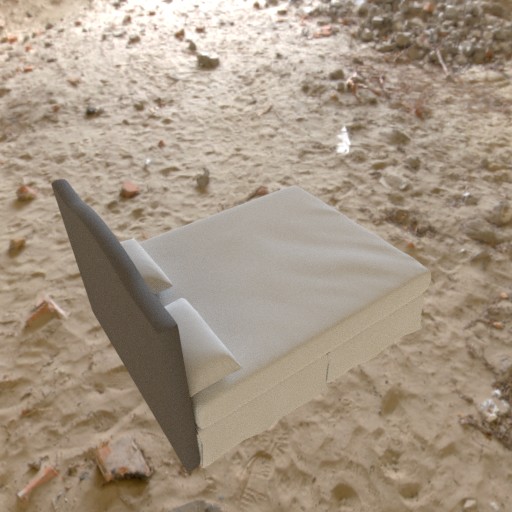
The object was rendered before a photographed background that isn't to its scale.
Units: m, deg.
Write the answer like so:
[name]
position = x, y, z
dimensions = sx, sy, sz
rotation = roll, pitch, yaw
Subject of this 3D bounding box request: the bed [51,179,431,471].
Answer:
[bed]
position = 0.000, 0.000, 3.431
dimensions = 2.282, 1.436, 1.821
rotation = -24, 45, -27
